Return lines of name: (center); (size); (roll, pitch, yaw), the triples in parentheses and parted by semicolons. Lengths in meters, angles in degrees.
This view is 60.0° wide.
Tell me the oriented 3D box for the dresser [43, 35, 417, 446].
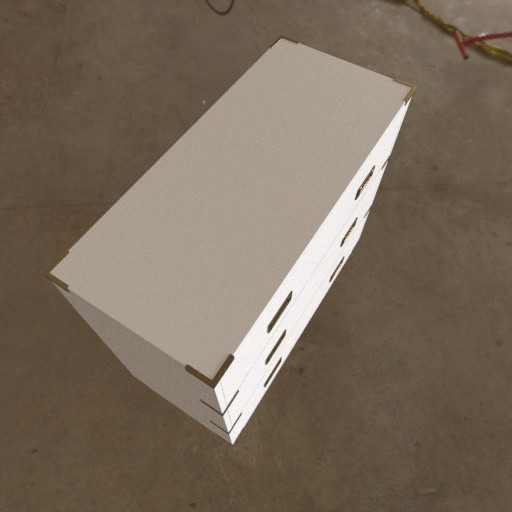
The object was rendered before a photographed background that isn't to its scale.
dresser: (0.000, 0.000, 1.514); (0.460, 0.891, 1.022); (29, 64, 16)
